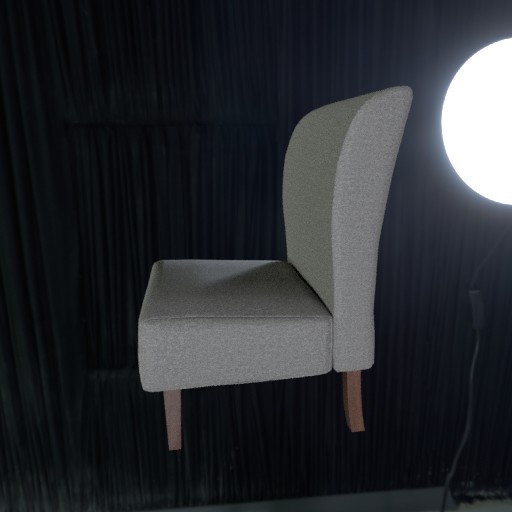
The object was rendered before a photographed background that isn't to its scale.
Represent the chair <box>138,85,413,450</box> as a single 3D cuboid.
[{"bbox_3d":[0.000,0.000,1.166,0.592,0.804,0.513,-3,15,-10],"label":"chair"}]
